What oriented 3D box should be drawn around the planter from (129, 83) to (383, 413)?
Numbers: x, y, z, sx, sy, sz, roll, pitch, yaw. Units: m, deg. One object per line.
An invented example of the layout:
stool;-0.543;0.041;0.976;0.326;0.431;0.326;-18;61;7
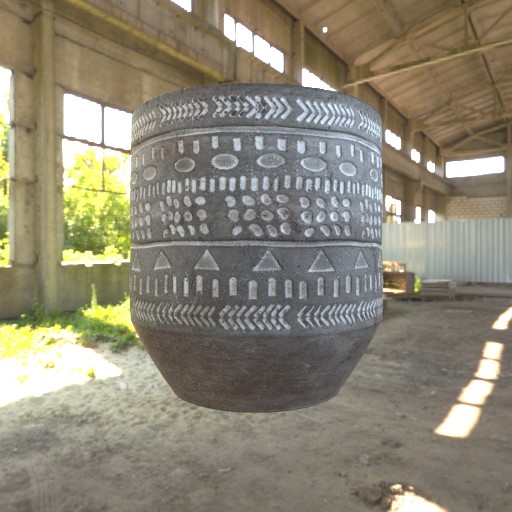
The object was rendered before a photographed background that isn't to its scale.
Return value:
planter;0.000;0.000;0.221;0.122;0.128;0.122;0;0;0
